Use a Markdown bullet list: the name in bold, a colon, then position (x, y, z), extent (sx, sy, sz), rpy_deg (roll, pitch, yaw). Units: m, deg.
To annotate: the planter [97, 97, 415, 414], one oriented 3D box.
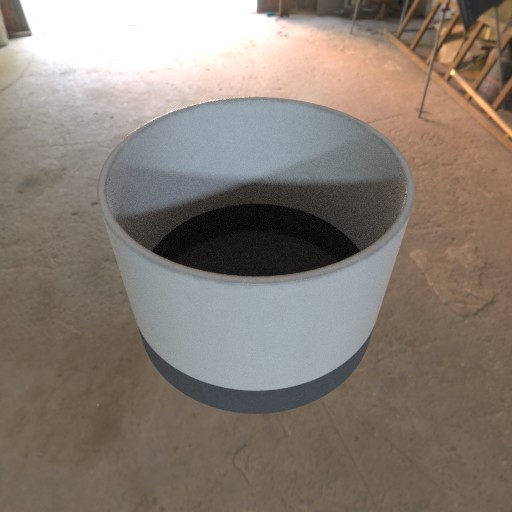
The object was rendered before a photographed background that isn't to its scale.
- **planter**: position (0.000, 0.000, 0.221), extent (0.128, 0.105, 0.128), rpy_deg (0, 45, 0)
